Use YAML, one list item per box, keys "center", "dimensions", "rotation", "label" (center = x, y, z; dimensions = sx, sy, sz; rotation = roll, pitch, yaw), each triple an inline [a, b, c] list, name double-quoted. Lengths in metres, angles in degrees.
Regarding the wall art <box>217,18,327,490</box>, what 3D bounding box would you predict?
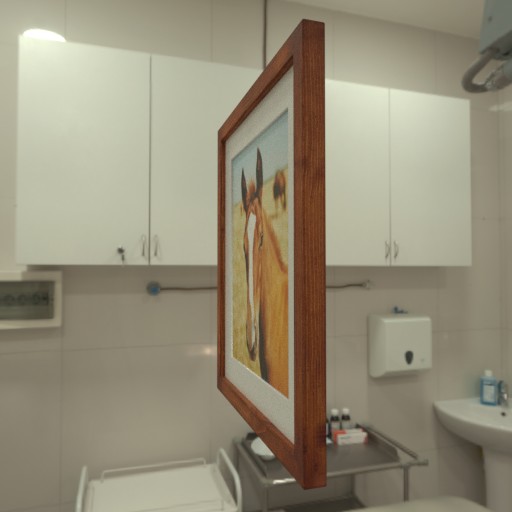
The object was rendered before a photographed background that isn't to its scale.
- center: [0.000, 0.000, 0.747]
  dimensions: [0.030, 0.558, 0.462]
  rotation: [0, -2, -18]
  label: "wall art"
